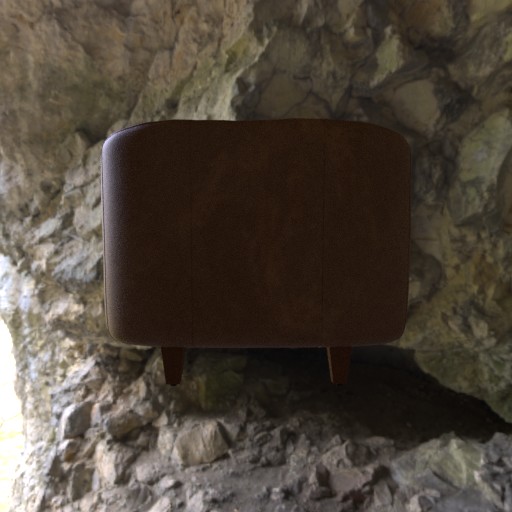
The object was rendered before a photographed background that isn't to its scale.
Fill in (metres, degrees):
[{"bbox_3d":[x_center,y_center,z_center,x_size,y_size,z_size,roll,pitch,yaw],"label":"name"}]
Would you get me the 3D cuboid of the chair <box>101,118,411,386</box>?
[{"bbox_3d":[0.000,0.000,1.779,1.119,0.836,0.911,0,-1,-1],"label":"chair"}]
